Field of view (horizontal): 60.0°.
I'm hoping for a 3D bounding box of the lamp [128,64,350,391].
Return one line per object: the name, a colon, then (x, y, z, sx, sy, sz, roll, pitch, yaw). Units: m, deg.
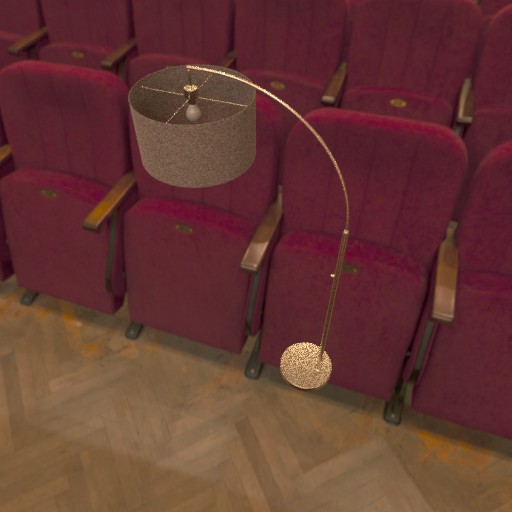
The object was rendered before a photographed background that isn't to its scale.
lamp: (0.000, 0.000, 2.097, 0.934, 1.735, 0.452, 15, 49, 13)
